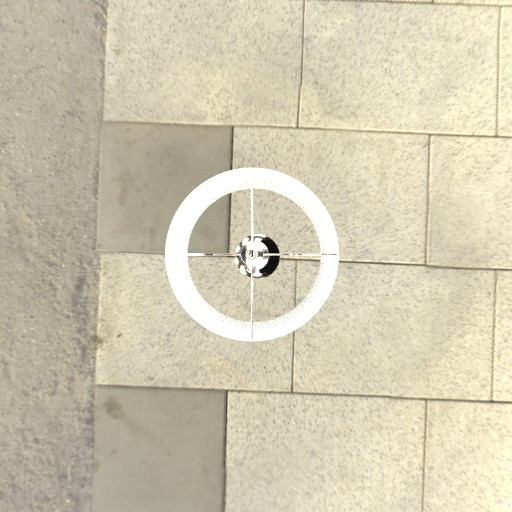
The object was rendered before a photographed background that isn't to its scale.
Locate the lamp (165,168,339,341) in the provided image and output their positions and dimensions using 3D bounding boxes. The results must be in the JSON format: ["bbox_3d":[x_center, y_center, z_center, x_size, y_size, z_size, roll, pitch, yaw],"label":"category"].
[{"bbox_3d":[0.000,0.000,1.628,0.356,1.487,0.356,0,90,1],"label":"lamp"}]
